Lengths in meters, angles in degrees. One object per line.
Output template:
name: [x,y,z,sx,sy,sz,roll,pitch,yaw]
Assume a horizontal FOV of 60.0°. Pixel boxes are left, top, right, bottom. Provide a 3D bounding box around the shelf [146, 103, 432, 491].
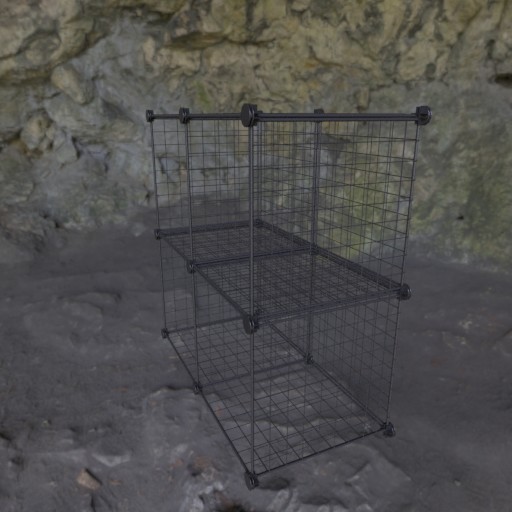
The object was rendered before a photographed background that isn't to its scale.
shelf: [0.000,0.000,1.123,0.356,0.711,0.711,-8,19,-24]
